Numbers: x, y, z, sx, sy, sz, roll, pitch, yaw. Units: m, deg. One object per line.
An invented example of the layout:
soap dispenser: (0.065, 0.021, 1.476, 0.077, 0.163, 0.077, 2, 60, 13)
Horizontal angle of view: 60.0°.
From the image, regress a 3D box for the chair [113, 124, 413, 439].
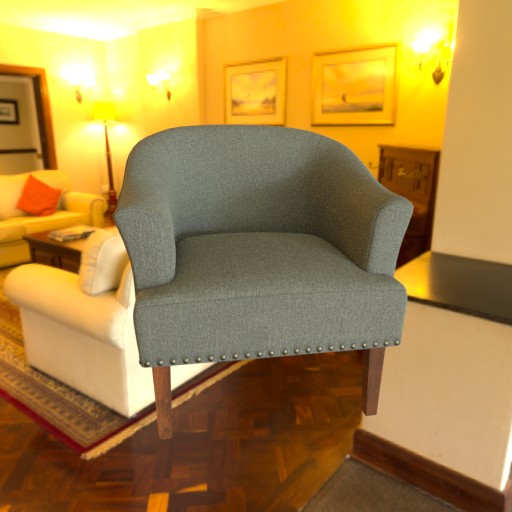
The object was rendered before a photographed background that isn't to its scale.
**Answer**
chair: (0.000, 0.000, 1.416, 0.798, 0.815, 0.704, -3, 16, -10)
